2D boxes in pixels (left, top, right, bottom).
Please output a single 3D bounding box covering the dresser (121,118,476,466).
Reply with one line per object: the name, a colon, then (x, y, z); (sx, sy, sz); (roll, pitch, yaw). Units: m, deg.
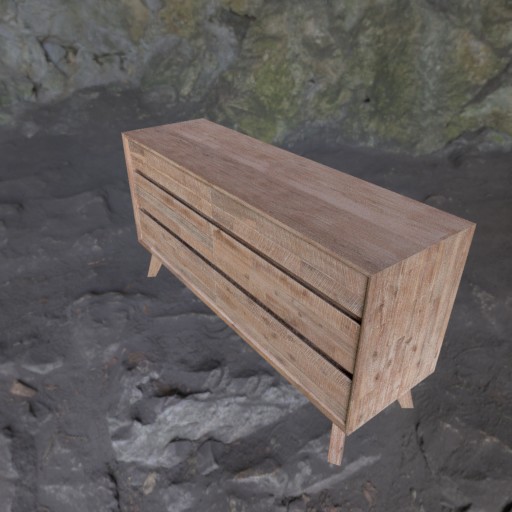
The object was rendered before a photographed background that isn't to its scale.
dresser: (0.000, 0.000, 1.925); (0.455, 0.805, 1.554); (-21, 37, -31)
